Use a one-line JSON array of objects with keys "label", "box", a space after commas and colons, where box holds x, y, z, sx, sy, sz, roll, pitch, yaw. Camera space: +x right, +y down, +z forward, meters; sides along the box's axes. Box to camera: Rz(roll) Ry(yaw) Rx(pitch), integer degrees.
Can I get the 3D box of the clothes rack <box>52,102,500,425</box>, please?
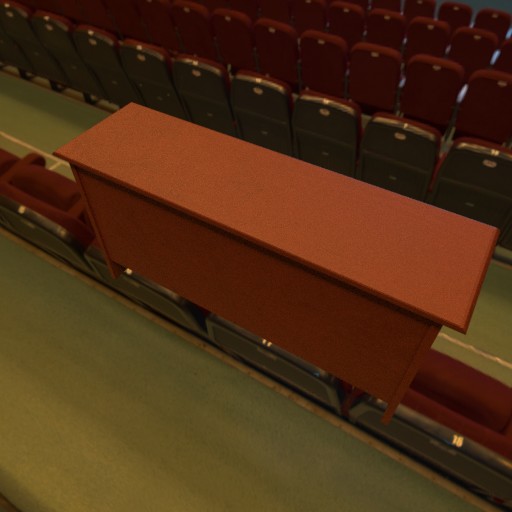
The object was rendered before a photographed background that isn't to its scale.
[{"label": "clothes rack", "box": [0.000, 0.000, 1.462, 1.251, 0.594, 0.362, 24, 52, 20]}]
